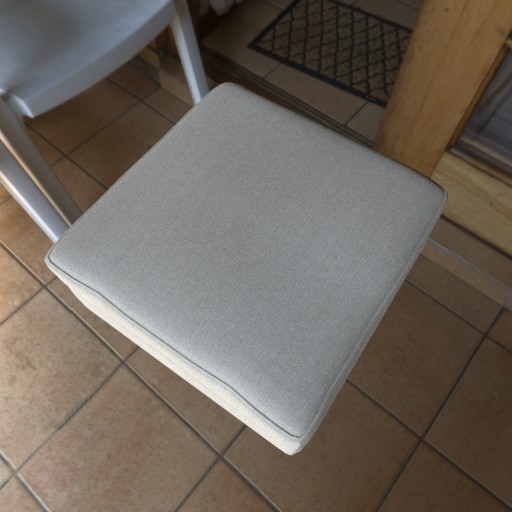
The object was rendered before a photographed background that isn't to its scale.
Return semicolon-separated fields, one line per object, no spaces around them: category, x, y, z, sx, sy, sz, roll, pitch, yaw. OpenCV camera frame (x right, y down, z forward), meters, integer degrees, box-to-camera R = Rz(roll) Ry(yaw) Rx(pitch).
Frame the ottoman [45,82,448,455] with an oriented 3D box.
ottoman;0.000;0.000;1.385;0.838;0.503;0.838;31;66;15
